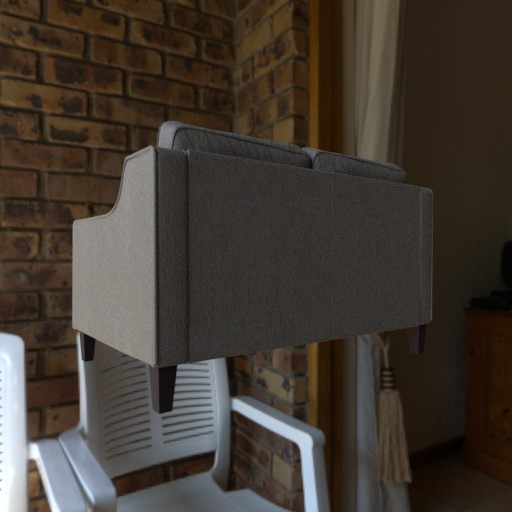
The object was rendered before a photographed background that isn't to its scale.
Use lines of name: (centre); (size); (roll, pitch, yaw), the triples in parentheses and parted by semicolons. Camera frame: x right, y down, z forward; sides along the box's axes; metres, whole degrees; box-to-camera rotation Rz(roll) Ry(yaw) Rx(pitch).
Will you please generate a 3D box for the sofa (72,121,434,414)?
sofa: (0.000, 0.000, 2.177); (1.503, 0.981, 0.985); (0, 0, -37)
